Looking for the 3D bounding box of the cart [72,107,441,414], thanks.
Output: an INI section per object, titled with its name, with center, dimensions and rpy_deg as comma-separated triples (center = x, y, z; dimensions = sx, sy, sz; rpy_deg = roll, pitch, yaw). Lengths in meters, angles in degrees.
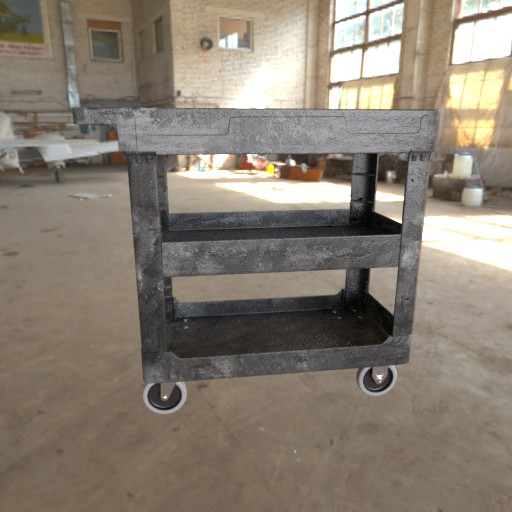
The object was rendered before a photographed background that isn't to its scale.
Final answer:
[cart]
center = 0.000, 0.000, 1.331
dimensions = 0.877, 0.824, 0.420
rpy_deg = -2, 16, -8
